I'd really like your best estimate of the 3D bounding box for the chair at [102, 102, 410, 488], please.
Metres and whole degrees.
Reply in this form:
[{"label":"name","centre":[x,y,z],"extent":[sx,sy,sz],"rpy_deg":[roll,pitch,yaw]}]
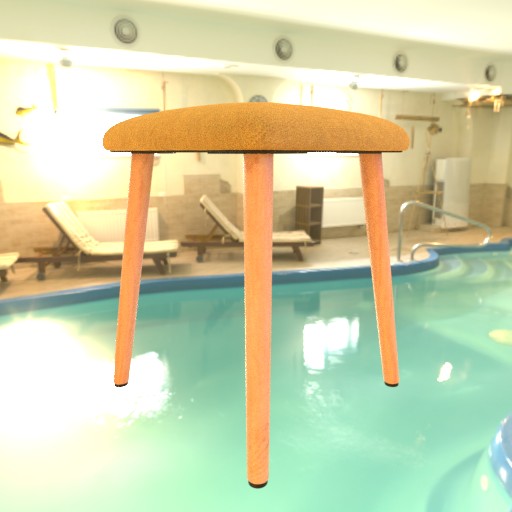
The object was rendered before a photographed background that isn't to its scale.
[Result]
[{"label":"chair","centre":[0.000,0.000,0.695],"extent":[0.350,0.440,0.350],"rpy_deg":[13,18,43]}]
